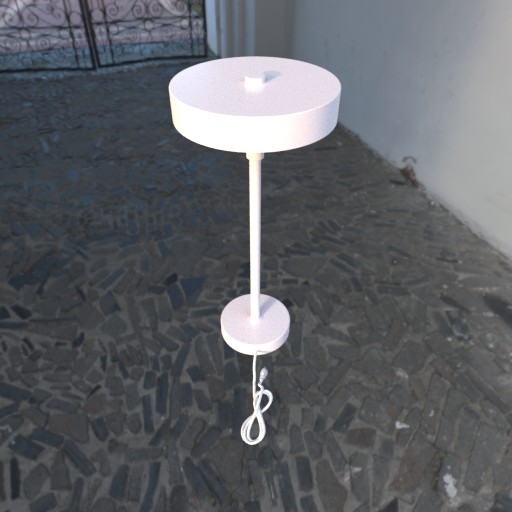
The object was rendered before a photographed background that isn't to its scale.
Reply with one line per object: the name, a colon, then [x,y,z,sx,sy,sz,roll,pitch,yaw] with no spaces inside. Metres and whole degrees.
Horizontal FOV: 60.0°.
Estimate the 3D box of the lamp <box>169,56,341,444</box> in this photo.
lamp: [0.000,0.000,0.698,0.229,0.508,0.369,-1,40,-1]
